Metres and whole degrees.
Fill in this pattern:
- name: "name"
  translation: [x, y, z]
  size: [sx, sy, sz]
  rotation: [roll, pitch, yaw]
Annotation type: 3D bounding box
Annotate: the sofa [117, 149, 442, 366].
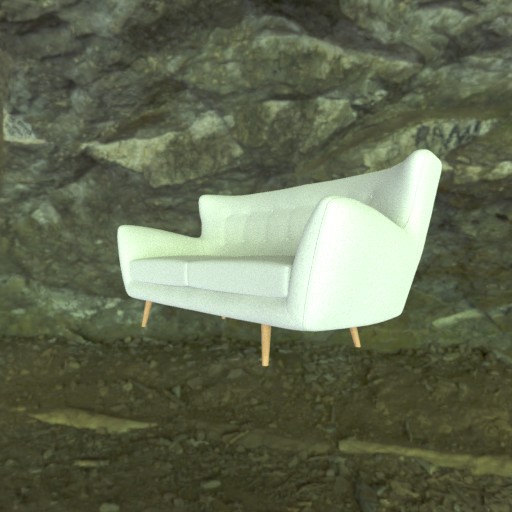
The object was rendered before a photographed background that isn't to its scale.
- name: "sofa"
  translation: [0.000, 0.000, 2.421]
  size: [0.899, 0.890, 1.930]
  rotation: [0, 0, -37]
